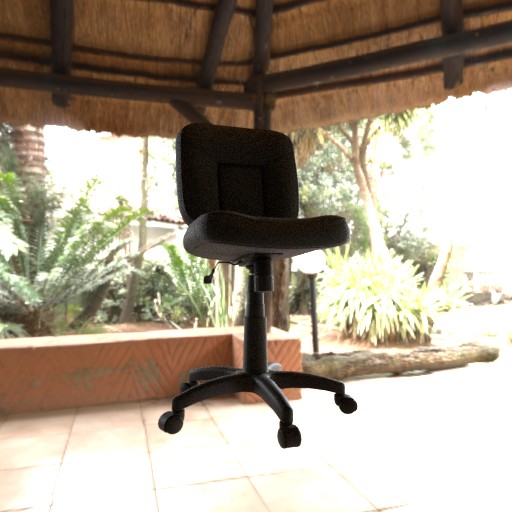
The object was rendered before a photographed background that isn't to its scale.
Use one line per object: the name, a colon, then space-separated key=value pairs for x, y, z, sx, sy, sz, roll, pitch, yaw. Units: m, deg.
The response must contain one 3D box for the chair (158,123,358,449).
chair: x=0.000 y=0.000 z=1.384 sx=0.610 sy=0.972 sz=0.610 roll=1 pitch=-2 yaw=-18
